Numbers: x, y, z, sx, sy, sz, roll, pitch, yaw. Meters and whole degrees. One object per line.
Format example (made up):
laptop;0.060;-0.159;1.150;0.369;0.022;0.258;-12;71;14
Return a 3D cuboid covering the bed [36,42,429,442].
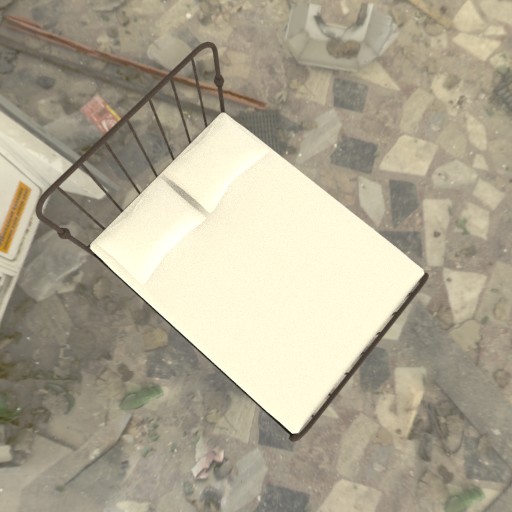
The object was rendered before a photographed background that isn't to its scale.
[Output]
bed;0.000;0.000;3.173;2.134;1.446;1.616;40;79;9
